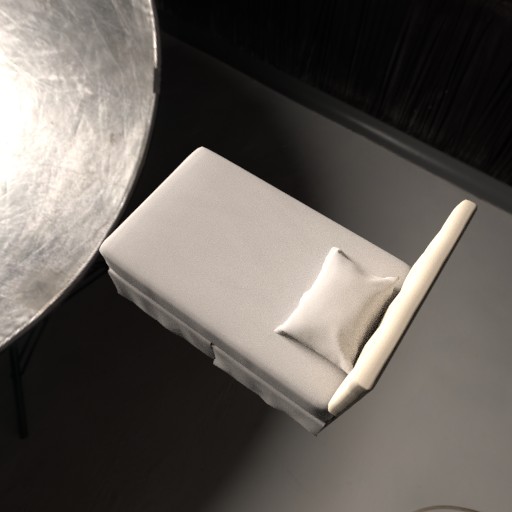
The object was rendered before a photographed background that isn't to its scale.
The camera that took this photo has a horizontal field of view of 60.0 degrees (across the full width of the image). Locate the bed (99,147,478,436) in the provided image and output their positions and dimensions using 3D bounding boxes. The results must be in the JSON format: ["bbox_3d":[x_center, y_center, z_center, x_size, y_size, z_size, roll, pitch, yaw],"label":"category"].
[{"bbox_3d":[0.000,0.000,2.978,1.997,1.571,1.261,32,67,15],"label":"bed"}]
